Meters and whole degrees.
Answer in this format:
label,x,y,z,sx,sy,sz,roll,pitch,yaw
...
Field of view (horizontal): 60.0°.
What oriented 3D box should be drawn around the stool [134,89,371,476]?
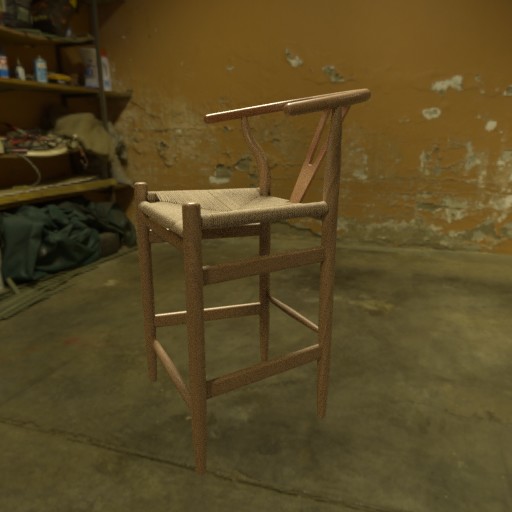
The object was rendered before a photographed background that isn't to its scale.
label,x,y,z,sx,sy,sz,roll,pitch,yaw
stool,0.000,0.000,1.290,0.575,0.923,0.536,-7,16,-25
